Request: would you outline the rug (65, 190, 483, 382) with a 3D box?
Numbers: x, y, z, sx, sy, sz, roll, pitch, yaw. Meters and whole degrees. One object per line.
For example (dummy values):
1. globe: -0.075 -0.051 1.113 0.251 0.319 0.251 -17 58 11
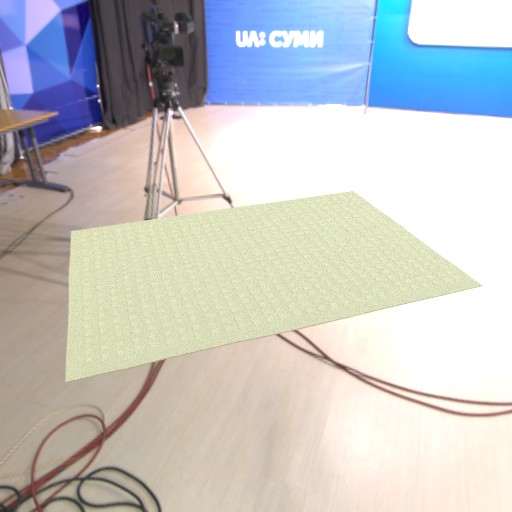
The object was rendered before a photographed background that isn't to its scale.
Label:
1. rug: 0.000 0.000 2.195 1.747 0.006 1.143 -10 33 -16
